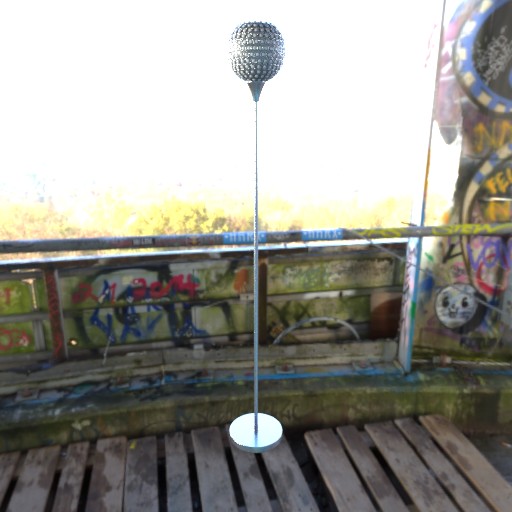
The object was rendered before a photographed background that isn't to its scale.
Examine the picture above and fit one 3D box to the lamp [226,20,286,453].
[{"bbox_3d":[0.000,0.000,1.906,0.254,1.805,0.254,0,16,0],"label":"lamp"}]
